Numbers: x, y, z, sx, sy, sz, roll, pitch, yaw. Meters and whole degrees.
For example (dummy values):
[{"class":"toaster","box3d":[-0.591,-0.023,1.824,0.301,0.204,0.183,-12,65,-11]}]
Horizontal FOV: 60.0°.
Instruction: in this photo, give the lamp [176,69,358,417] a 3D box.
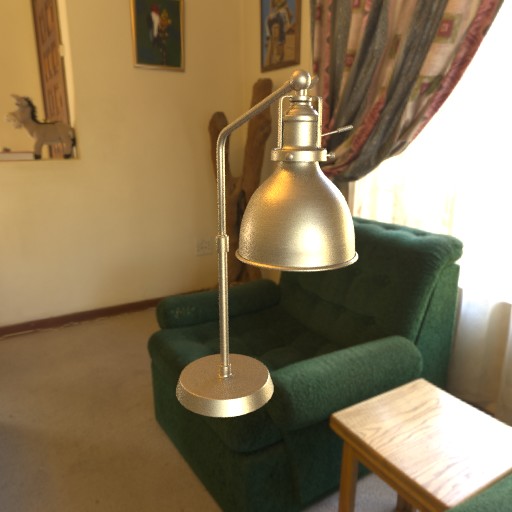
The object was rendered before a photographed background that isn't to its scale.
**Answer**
[{"class":"lamp","box3d":[0.000,0.000,0.598,0.286,0.456,0.153,13,20,41]}]
